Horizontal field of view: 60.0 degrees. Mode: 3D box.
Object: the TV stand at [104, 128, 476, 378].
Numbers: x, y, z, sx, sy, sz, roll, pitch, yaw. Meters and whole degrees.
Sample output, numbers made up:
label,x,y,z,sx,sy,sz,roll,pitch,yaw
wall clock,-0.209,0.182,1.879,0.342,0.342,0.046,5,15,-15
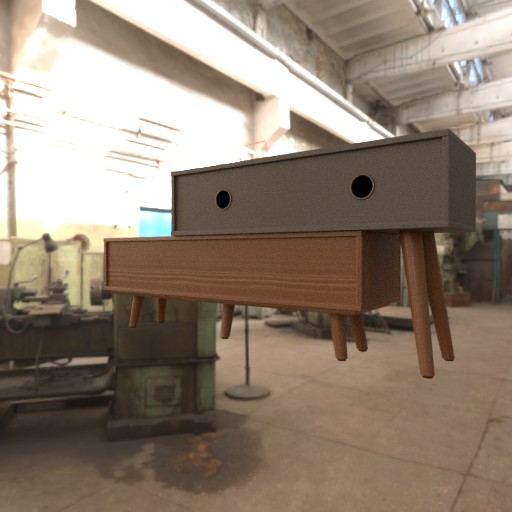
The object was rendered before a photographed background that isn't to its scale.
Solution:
label,x,y,z,sx,sy,sz,roll,pitch,yaw
TV stand,0.000,0.000,1.540,1.336,0.591,0.329,0,1,37
